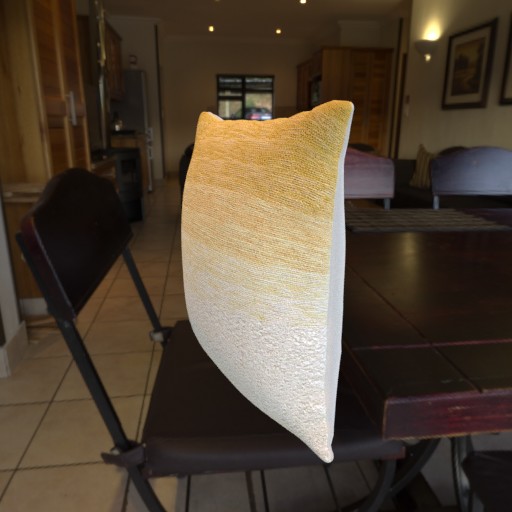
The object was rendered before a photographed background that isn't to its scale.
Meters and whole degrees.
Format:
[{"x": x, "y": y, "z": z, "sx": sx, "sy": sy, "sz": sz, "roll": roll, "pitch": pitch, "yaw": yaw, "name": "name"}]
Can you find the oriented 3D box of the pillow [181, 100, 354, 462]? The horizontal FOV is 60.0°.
[{"x": 0.000, "y": 0.000, "z": 0.706, "sx": 0.211, "sy": 0.450, "sz": 0.450, "roll": -8, "pitch": 18, "yaw": -25, "name": "pillow"}]
